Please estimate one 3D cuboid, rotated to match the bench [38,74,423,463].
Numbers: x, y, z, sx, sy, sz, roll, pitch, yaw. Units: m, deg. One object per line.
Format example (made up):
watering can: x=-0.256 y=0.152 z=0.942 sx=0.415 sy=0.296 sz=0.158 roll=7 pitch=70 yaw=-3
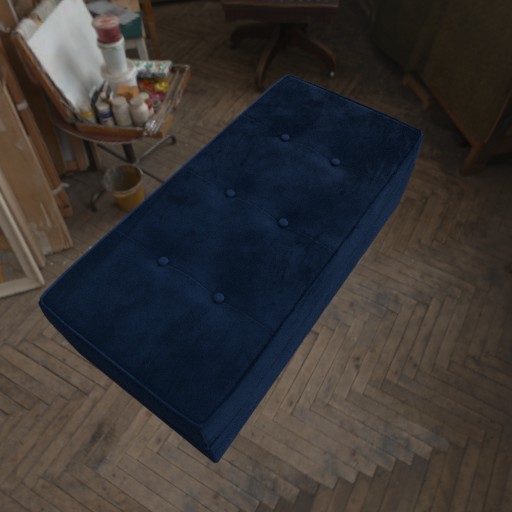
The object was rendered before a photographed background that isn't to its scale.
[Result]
bench: x=0.000 y=0.000 z=1.286 sx=0.489 sy=0.467 sz=1.010 roll=31 pitch=62 yaw=19
